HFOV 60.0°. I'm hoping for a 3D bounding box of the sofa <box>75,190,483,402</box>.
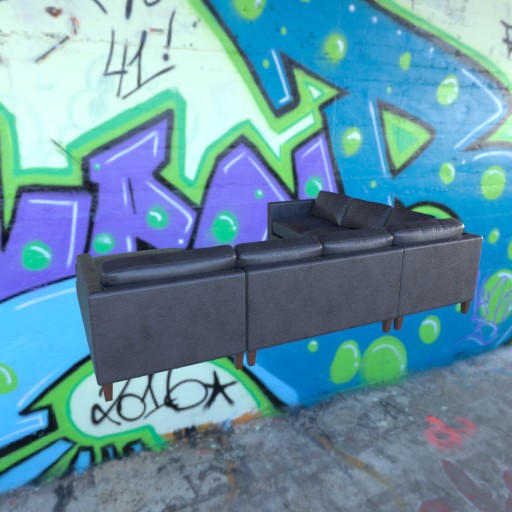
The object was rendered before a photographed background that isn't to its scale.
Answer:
[{"bbox_3d":[0.000,0.000,4.391,3.324,0.891,2.452,-8,18,-24],"label":"sofa"}]
